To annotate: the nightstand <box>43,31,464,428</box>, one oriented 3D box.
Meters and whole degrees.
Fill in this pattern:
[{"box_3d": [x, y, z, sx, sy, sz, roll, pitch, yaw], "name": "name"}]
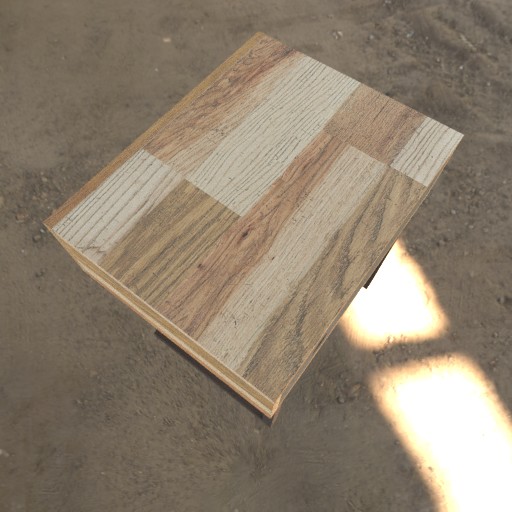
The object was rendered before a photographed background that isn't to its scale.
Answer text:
[{"box_3d": [0.000, 0.000, 1.012, 0.481, 0.632, 0.558, 34, 68, 16], "name": "nightstand"}]
